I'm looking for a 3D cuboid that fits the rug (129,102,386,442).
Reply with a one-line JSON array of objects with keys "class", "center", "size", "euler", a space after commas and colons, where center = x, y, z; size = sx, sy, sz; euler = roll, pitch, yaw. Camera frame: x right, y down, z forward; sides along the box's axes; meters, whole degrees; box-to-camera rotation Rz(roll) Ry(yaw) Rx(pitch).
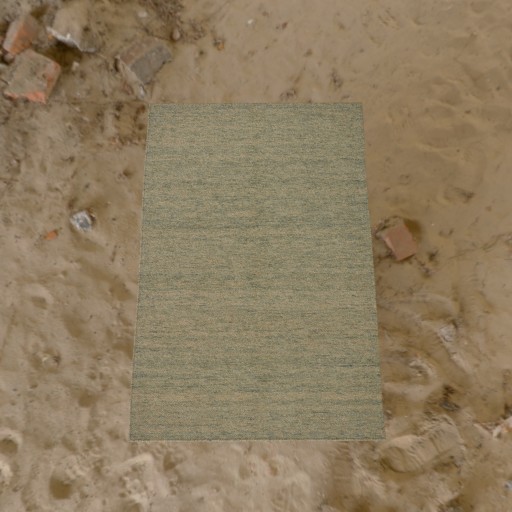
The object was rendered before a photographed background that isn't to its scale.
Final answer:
[{"class": "rug", "center": [0.000, 0.000, 2.930], "size": [1.547, 0.013, 2.283], "euler": [0, 76, 0]}]
